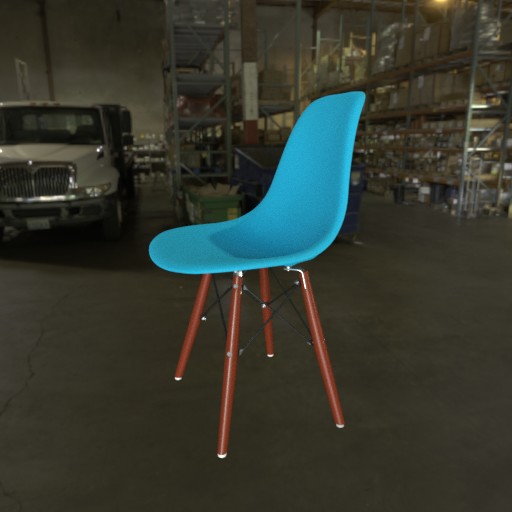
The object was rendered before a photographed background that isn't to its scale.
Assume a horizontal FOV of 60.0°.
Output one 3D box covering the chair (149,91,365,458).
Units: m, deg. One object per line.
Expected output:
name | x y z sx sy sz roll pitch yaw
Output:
chair | 0.000 0.000 1.161 0.533 0.826 0.470 -7 16 -24
